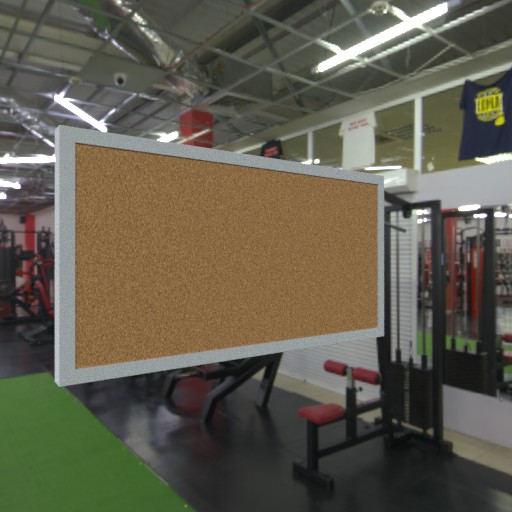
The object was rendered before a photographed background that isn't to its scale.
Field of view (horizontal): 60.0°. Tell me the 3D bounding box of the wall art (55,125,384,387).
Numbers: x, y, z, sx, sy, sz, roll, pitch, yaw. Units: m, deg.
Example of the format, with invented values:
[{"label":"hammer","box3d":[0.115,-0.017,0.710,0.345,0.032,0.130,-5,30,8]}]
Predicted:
[{"label":"wall art","box3d":[0.000,0.000,0.975,0.812,0.431,0.038,0,0,-35]}]
